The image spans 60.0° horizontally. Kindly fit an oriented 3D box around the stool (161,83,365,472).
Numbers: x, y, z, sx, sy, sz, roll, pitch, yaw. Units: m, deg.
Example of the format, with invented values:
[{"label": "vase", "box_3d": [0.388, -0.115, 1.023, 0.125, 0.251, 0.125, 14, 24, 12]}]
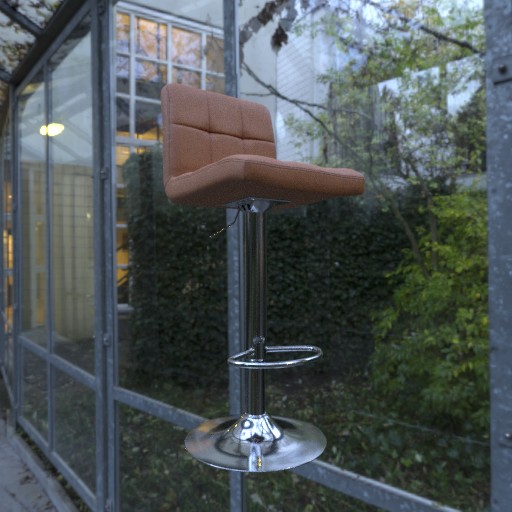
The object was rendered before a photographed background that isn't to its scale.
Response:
[{"label": "stool", "box_3d": [0.000, 0.000, 1.343, 0.430, 1.115, 0.505, 0, 0, -35]}]
